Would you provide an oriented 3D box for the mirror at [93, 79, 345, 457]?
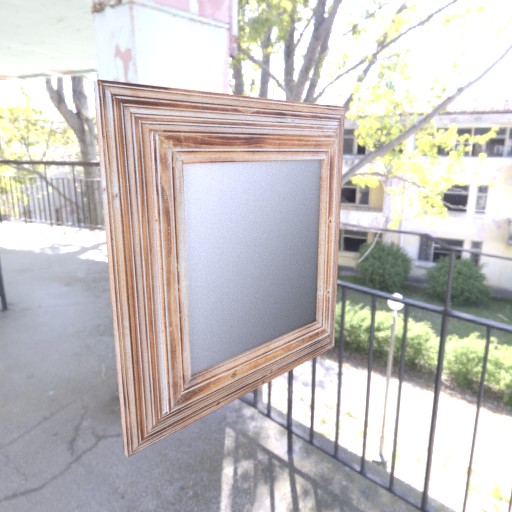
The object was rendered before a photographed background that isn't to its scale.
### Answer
[{"bbox_3d":[0.000,0.000,1.180,0.061,0.804,0.804,13,19,43],"label":"mirror"}]
